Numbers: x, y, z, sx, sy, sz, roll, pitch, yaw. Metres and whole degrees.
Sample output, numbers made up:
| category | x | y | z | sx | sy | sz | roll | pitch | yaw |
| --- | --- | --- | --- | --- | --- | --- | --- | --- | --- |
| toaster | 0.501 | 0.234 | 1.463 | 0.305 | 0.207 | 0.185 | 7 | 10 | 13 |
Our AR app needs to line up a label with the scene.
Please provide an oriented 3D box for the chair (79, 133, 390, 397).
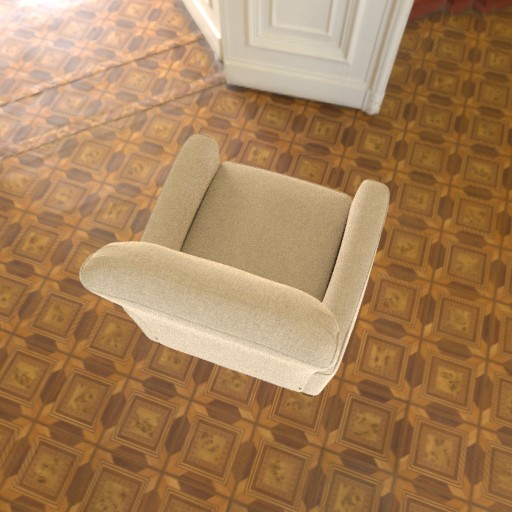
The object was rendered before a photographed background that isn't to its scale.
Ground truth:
| category | x | y | z | sx | sy | sz | roll | pitch | yaw |
| --- | --- | --- | --- | --- | --- | --- | --- | --- | --- |
| chair | 0.000 | 0.000 | 1.670 | 0.845 | 1.023 | 0.859 | 17 | 66 | 8 |
